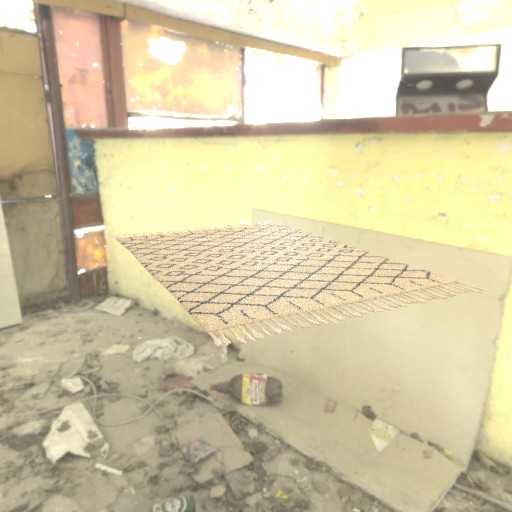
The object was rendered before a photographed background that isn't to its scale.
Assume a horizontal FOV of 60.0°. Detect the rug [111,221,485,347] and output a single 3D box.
[{"bbox_3d":[0.000,0.000,3.300,1.664,0.029,2.615,-7,16,-26],"label":"rug"}]
